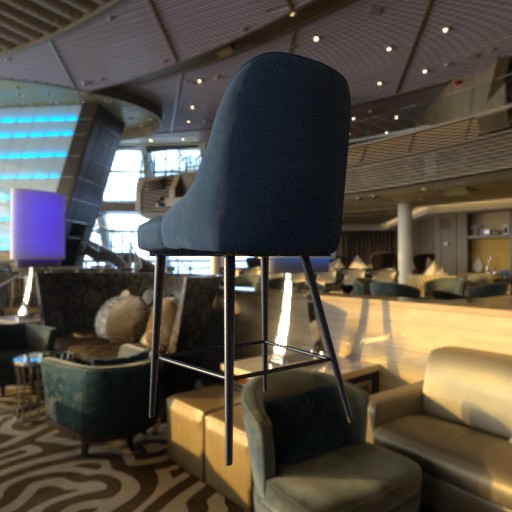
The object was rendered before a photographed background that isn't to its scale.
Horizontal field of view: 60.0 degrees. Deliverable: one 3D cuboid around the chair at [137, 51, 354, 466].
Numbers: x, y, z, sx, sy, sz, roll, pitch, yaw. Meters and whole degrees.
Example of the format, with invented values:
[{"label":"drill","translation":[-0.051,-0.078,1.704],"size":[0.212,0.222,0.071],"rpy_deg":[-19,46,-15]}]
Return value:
[{"label":"chair","translation":[0.000,0.000,1.247],"size":[0.526,0.927,0.489],"rpy_deg":[1,-1,-38]}]
